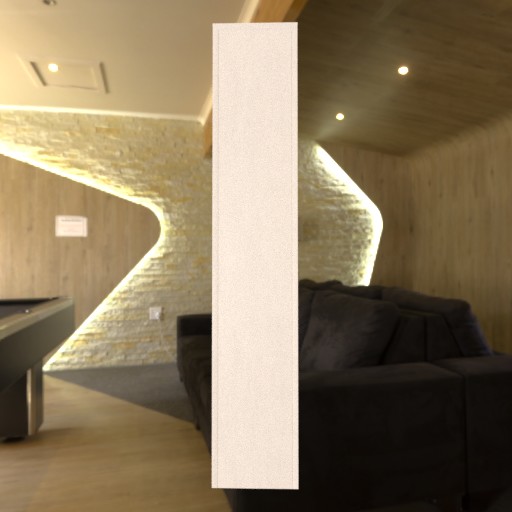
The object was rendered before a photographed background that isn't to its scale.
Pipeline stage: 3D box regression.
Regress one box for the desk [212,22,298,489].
[{"bbox_3d":[0.000,0.000,1.593,0.250,1.280,0.750,0,-1,1],"label":"desk"}]
